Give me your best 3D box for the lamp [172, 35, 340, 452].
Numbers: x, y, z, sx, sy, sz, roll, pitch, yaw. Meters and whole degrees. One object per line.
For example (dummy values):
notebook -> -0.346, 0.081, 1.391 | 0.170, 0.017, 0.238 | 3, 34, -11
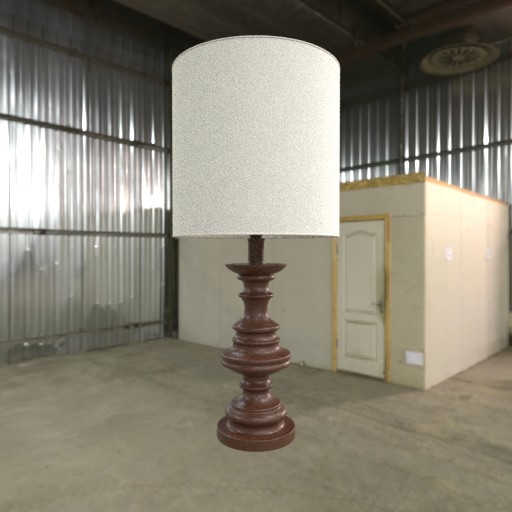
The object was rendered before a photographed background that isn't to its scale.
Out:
lamp -> 0.000, 0.000, 0.562 | 0.208, 0.455, 0.208 | 0, 1, -17
